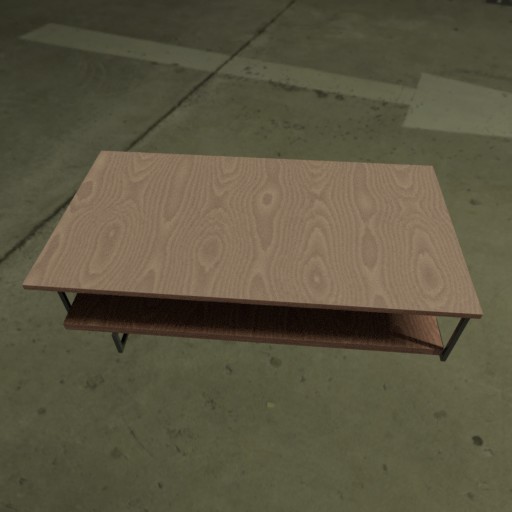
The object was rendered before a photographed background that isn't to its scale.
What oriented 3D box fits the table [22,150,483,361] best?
[{"bbox_3d":[0.000,0.000,1.495,1.197,0.347,0.651,3,46,3],"label":"table"}]
